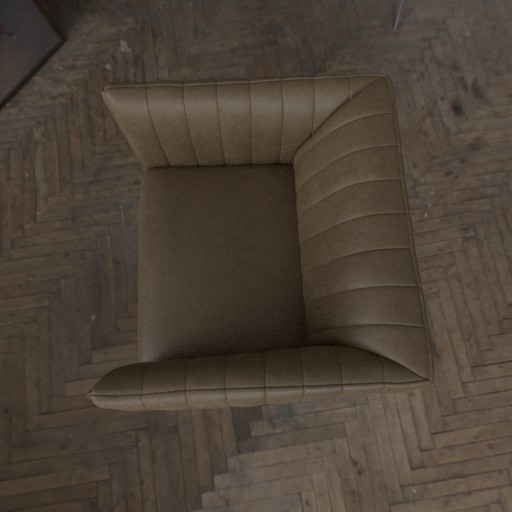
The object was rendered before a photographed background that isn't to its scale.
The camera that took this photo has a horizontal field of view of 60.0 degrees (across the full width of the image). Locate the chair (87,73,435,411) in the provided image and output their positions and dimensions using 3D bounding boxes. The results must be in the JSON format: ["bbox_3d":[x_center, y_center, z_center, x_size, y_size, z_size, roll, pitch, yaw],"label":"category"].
[{"bbox_3d":[0.000,0.000,1.559,0.876,0.779,0.981,-3,75,-1],"label":"chair"}]
